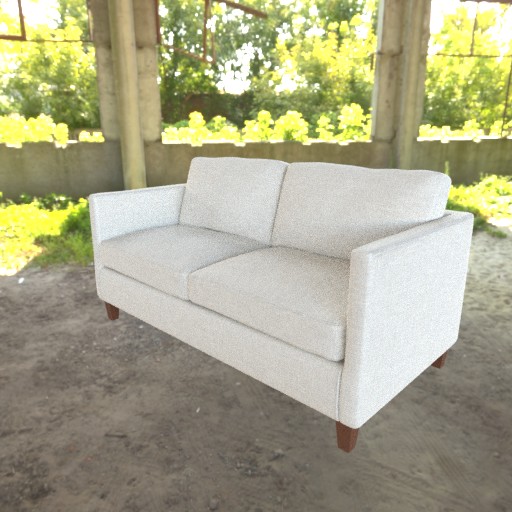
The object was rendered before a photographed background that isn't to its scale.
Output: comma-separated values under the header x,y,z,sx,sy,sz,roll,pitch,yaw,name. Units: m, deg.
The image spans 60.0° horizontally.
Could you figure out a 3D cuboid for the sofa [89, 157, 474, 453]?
x,y,z,sx,sy,sz,roll,pitch,yaw,name
0.000,0.000,2.335,1.838,0.963,0.950,15,21,42,sofa
